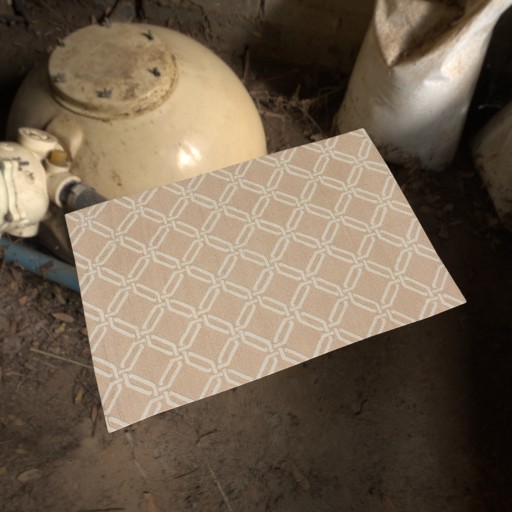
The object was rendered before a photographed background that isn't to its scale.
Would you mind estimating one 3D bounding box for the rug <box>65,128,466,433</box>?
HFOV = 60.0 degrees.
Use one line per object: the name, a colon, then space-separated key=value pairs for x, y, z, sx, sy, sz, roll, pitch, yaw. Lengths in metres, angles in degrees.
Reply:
rug: x=0.000 y=0.000 z=2.224 sx=1.745 sy=0.010 sz=1.146 roll=-18 pitch=66 yaw=-8
